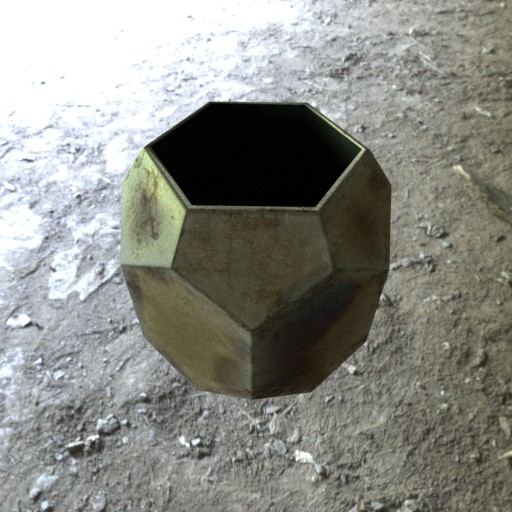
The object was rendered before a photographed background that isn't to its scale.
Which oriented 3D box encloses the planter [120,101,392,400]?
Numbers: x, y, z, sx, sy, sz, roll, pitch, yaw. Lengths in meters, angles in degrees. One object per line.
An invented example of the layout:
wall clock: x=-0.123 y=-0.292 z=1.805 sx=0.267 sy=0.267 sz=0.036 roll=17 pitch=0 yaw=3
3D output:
planter: x=0.000 y=0.000 z=0.425 sx=0.221 sy=0.238 sz=0.243 roll=1 pitch=46 yaw=1
